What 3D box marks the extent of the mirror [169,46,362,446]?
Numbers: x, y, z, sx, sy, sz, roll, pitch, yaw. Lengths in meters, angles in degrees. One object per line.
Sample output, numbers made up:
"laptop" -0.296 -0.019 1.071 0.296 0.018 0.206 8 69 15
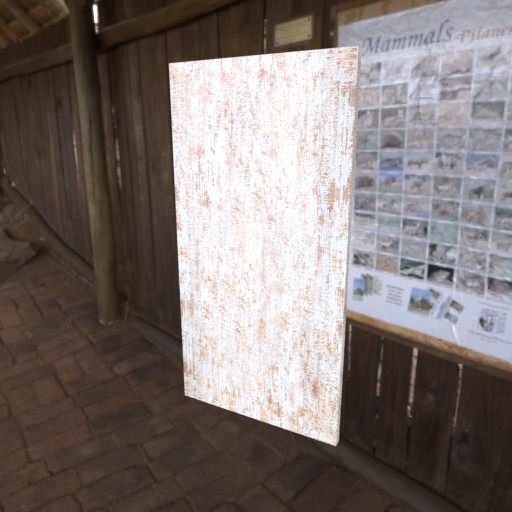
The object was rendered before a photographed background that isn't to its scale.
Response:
"mirror" 0.000 0.000 1.110 0.472 0.922 0.027 8 17 27
